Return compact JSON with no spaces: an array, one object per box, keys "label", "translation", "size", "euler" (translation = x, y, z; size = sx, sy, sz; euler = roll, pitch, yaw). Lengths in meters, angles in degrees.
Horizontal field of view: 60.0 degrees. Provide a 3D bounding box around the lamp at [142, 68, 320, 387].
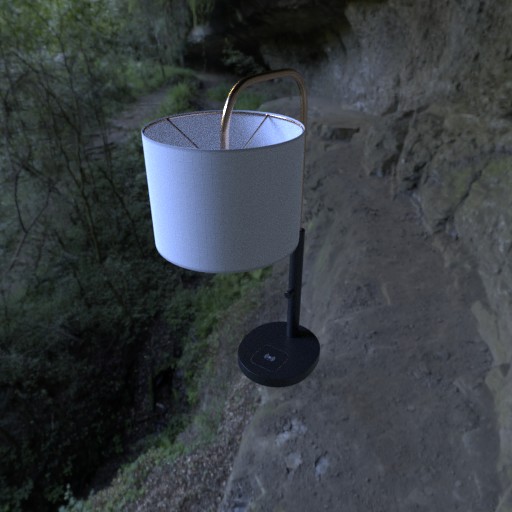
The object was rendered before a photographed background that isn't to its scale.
[{"label":"lamp","translation":[0.000,0.000,0.704],"size":[0.199,0.540,0.337],"euler":[19,35,30]}]
